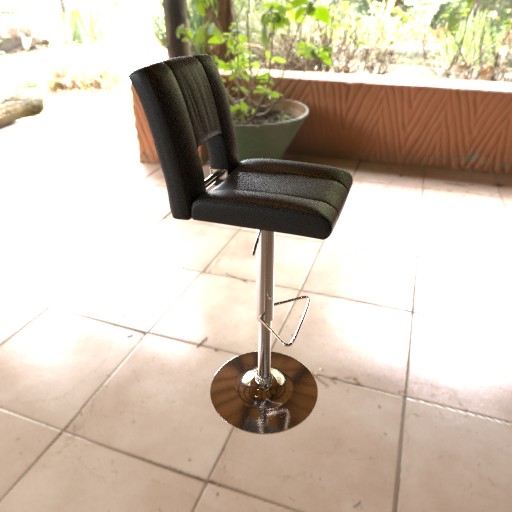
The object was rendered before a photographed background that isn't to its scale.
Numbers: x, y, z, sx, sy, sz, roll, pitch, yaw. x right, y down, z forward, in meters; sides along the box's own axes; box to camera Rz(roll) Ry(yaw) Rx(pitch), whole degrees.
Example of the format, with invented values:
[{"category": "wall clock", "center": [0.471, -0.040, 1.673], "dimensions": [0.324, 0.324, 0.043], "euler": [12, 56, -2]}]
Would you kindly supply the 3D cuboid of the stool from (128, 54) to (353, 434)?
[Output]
[{"category": "stool", "center": [0.000, 0.000, 1.417], "dimensions": [0.520, 1.151, 0.415], "euler": [9, 31, 16]}]
